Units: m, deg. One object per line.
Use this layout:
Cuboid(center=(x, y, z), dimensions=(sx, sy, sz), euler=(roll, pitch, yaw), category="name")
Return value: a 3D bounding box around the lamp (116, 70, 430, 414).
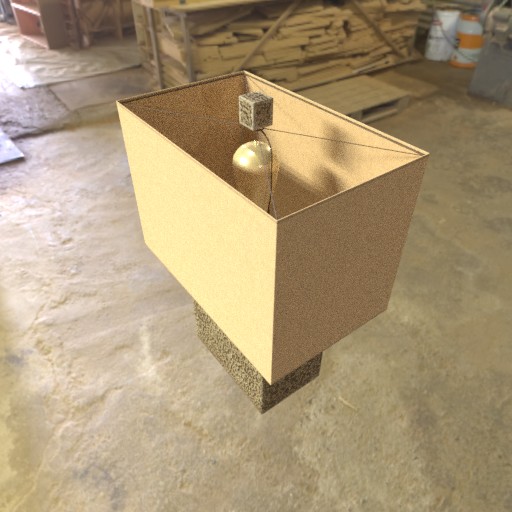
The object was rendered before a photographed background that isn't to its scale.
Cuboid(center=(0.000, 0.000, 0.570), dimensions=(0.180, 0.411, 0.294), euler=(-26, 46, -27), category="lamp")
